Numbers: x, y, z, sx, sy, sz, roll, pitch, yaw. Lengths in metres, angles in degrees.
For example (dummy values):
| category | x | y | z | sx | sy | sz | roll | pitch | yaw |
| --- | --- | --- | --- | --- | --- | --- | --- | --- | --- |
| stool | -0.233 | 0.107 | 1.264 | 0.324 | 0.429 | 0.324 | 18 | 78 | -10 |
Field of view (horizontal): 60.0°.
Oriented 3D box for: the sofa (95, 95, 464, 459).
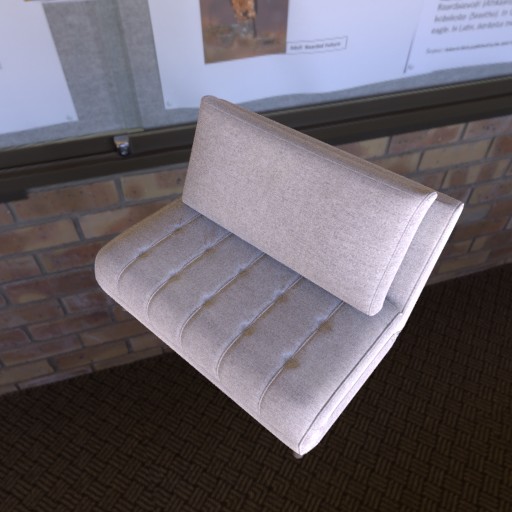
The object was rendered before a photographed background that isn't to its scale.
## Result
| category | x | y | z | sx | sy | sz | roll | pitch | yaw |
| --- | --- | --- | --- | --- | --- | --- | --- | --- | --- |
| sofa | 0.000 | 0.000 | 1.866 | 1.220 | 0.910 | 0.910 | 32 | 54 | 27 |
